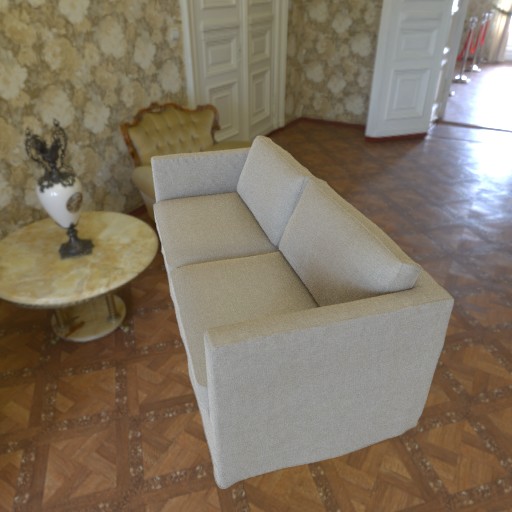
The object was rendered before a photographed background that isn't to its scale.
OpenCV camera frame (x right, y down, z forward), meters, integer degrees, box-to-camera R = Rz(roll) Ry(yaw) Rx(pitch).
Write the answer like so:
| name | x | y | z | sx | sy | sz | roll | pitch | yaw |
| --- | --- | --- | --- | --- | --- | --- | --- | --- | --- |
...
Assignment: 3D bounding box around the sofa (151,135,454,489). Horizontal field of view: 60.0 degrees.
| name | x | y | z | sx | sy | sz | roll | pitch | yaw |
| --- | --- | --- | --- | --- | --- | --- | --- | --- | --- |
| sofa | 0.000 | 0.000 | 2.438 | 0.956 | 0.847 | 1.987 | -9 | 32 | -14 |
